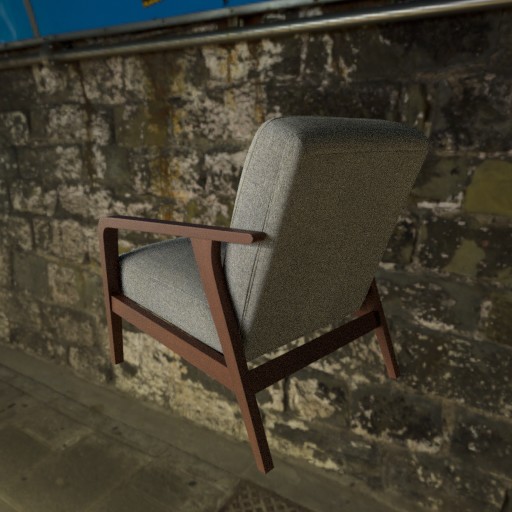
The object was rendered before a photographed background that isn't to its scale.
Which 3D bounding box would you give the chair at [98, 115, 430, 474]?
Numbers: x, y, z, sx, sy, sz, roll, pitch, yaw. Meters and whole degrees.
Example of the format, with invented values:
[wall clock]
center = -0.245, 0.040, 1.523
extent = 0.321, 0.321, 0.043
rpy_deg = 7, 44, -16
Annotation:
[chair]
center = 0.000, 0.000, 1.453
extent = 0.704, 0.847, 0.858
rpy_deg = -14, 20, -42
